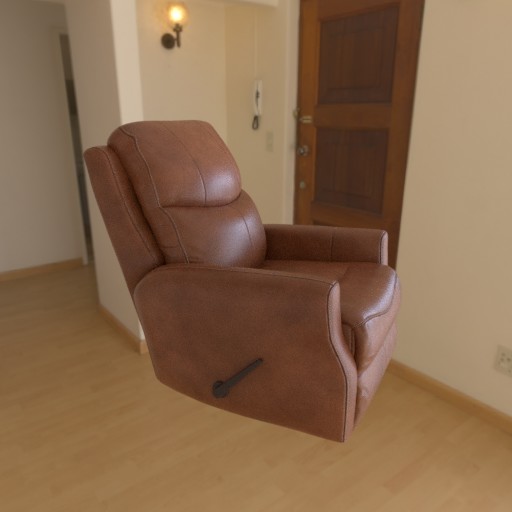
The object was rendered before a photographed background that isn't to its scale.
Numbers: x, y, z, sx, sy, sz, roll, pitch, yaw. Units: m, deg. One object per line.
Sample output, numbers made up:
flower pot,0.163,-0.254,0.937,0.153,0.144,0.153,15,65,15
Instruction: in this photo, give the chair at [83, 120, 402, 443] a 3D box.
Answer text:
chair,0.000,0.000,1.743,1.072,1.016,0.821,9,20,26
